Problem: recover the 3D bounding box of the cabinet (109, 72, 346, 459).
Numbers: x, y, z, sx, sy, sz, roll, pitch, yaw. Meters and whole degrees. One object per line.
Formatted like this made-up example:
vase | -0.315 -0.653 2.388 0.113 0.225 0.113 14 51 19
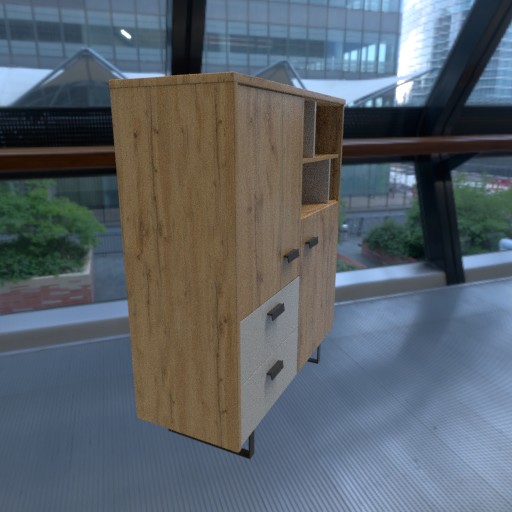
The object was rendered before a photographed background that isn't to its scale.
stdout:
cabinet | 0.000 0.000 2.004 0.473 1.397 1.168 7 17 25
